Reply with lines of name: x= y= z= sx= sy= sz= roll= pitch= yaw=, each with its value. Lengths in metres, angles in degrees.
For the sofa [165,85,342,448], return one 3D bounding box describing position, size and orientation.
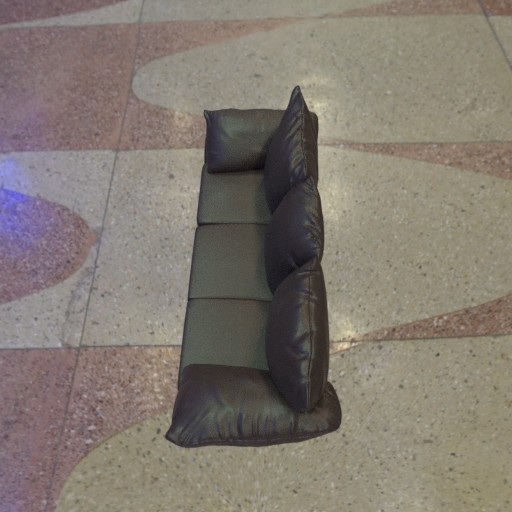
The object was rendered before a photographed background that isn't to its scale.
sofa: x=0.000 y=0.000 z=2.925 sx=0.907 sy=1.091 sz=2.390 roll=1 pitch=59 yaw=1
